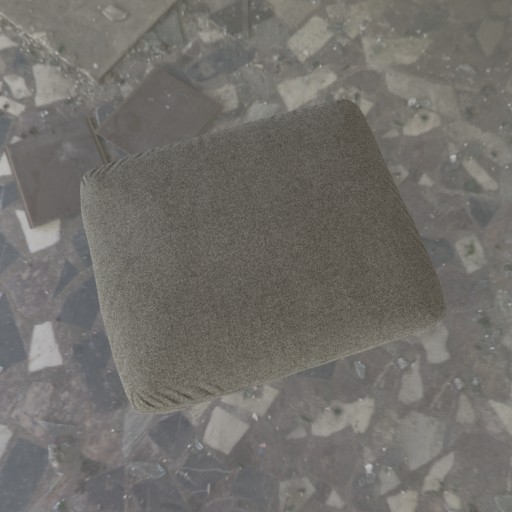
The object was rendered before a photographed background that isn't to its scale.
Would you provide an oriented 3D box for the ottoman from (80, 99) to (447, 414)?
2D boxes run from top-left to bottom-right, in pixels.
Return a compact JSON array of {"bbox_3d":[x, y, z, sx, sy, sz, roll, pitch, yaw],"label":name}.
[{"bbox_3d":[0.000,0.000,1.265,0.837,0.481,0.683,-17,74,-5],"label":"ottoman"}]
